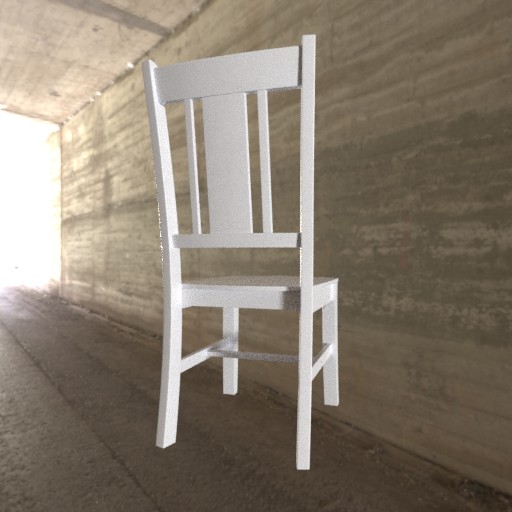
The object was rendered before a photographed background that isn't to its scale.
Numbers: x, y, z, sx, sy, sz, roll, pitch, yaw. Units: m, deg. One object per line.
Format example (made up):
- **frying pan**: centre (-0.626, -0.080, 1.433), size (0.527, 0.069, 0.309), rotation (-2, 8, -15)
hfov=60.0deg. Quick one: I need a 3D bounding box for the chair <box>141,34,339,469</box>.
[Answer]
- **chair**: centre (0.000, 0.000, 1.306), size (0.450, 0.998, 0.555), rotation (0, 0, 18)
